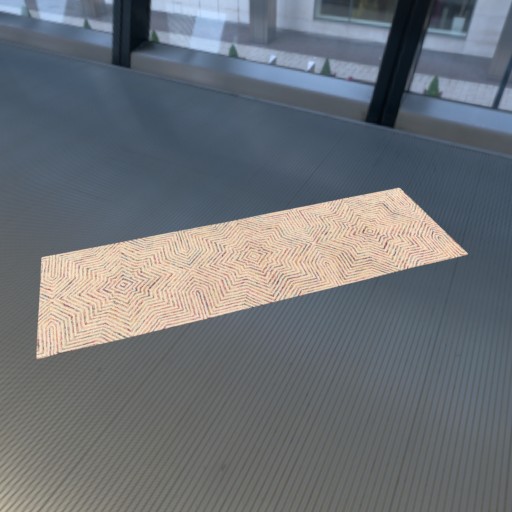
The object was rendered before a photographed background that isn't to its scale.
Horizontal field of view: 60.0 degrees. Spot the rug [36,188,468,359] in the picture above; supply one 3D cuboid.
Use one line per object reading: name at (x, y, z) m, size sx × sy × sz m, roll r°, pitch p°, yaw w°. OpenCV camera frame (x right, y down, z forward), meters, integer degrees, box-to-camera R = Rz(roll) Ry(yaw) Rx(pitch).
rug at (0.000, 0.000, 2.655) m, size 2.443 × 0.009 × 0.771 m, roll -12°, pitch 43°, yaw -13°
